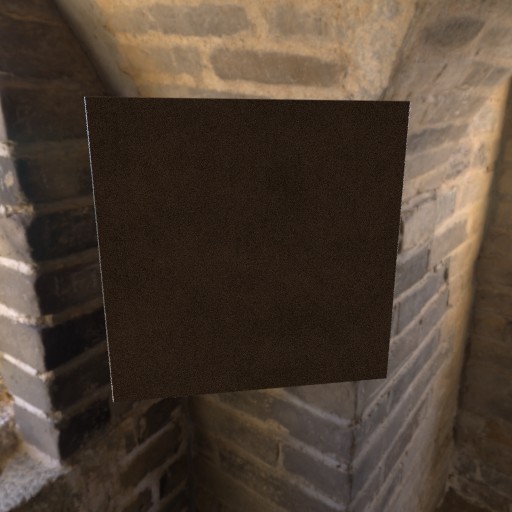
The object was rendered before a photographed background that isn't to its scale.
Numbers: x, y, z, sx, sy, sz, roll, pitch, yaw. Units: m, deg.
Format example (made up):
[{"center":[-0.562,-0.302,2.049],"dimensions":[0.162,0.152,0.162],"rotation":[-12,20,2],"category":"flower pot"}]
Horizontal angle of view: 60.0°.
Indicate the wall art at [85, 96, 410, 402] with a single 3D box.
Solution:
[{"center":[0.000,0.000,0.988],"dimensions":[0.664,0.661,0.020],"rotation":[-2,15,-9],"category":"wall art"}]
